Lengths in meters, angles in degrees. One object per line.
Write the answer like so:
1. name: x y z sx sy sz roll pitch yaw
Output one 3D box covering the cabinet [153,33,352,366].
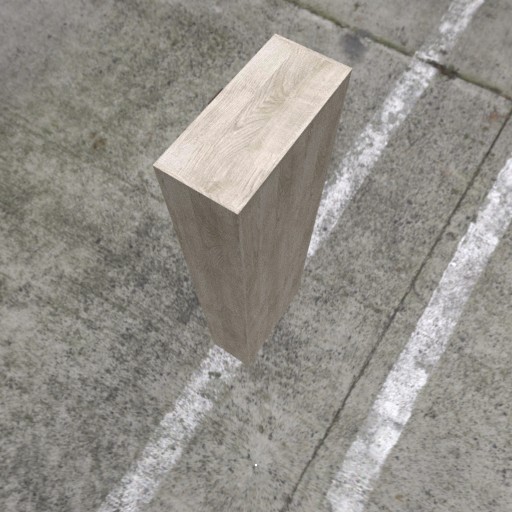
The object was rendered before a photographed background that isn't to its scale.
1. cabinet: 0.000 0.000 1.810 0.250 1.630 0.520 31 69 14
